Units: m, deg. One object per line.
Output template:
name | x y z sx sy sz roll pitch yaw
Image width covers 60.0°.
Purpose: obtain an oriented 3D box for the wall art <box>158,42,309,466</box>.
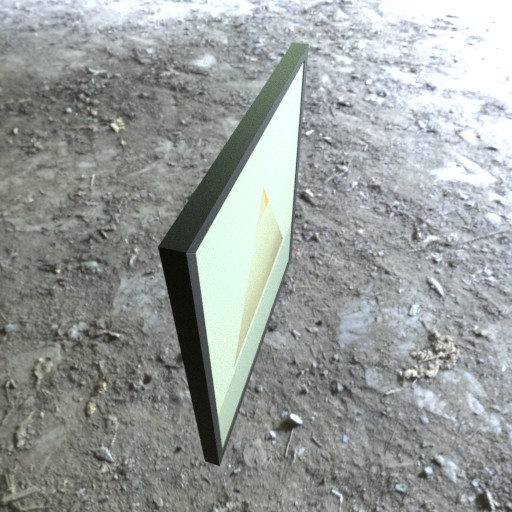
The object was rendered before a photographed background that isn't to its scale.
wall art | 0.000 0.000 0.746 0.028 0.511 0.513 12 47 12
